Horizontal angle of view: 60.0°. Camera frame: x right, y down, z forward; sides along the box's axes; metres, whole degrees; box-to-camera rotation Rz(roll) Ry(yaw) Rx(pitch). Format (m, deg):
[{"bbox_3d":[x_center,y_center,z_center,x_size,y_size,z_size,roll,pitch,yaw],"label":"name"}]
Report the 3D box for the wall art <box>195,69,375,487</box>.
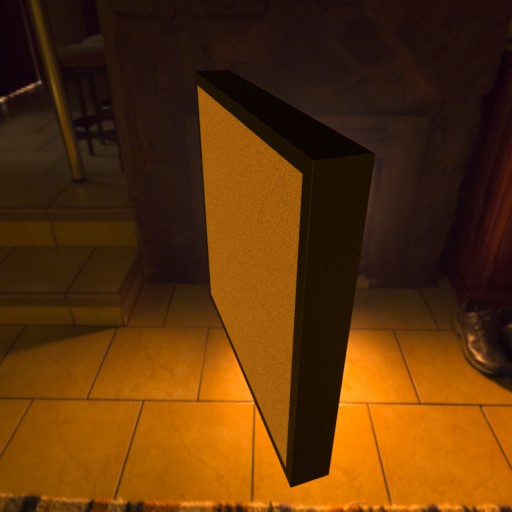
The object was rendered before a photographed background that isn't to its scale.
[{"bbox_3d":[0.000,0.000,0.445,0.038,0.304,0.304,-10,33,-16],"label":"wall art"}]
